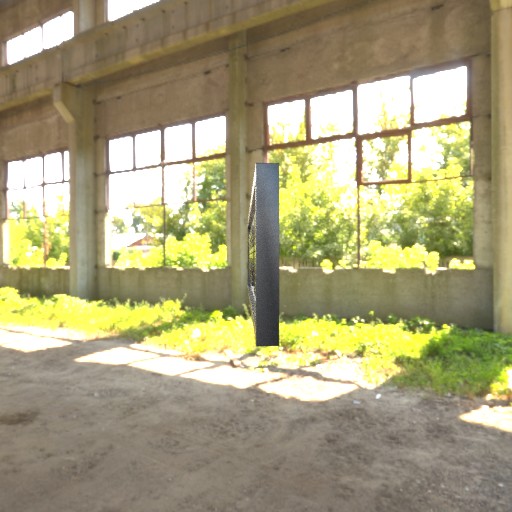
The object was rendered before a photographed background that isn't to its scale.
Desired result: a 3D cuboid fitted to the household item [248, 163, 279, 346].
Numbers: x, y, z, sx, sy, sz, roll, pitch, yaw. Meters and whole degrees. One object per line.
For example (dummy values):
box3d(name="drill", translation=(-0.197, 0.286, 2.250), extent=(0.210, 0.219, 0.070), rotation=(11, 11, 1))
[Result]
box3d(name="household item", translation=(0.000, 0.000, 1.068), extent=(0.030, 0.236, 1.001), rotation=(0, 0, -2))
